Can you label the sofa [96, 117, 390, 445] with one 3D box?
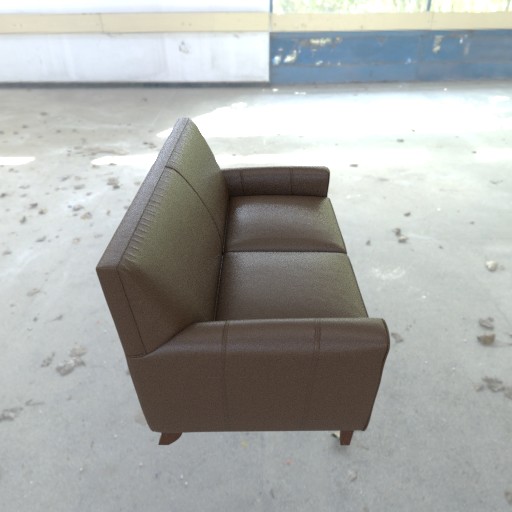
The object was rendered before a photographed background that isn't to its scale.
[{"bbox_3d":[0.000,0.000,2.009,0.853,0.859,1.468,0,32,0],"label":"sofa"}]
